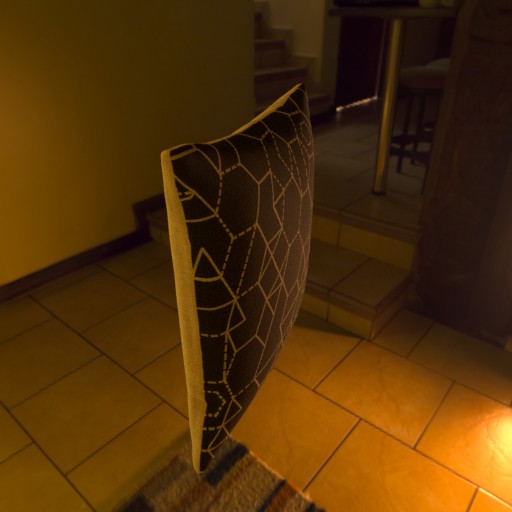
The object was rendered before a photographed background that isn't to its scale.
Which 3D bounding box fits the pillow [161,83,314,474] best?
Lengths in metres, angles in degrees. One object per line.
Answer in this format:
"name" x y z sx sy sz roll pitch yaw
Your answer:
"pillow" 0.000 0.000 0.776 0.158 0.508 0.517 10 31 18
